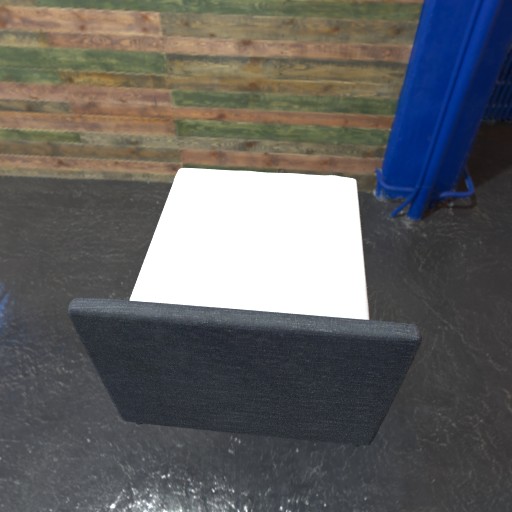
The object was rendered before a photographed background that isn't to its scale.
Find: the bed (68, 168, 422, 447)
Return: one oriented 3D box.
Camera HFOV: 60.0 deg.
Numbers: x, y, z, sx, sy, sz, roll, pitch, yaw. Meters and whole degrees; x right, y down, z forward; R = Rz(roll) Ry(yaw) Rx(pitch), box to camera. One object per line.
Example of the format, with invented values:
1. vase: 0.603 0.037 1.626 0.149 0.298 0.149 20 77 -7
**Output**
1. bed: 0.000 0.000 3.202 1.723 1.330 2.142 4 47 4
